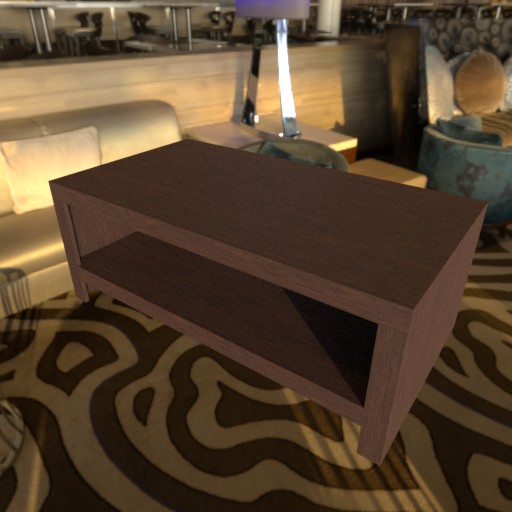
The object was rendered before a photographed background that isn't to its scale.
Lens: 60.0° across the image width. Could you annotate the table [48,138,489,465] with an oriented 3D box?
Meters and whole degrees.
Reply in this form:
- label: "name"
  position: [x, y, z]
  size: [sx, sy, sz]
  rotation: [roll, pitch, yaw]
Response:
- label: "table"
  position: [0.000, 0.000, 1.357]
  size: [1.099, 0.424, 0.597]
  rotation: [20, 35, 31]
